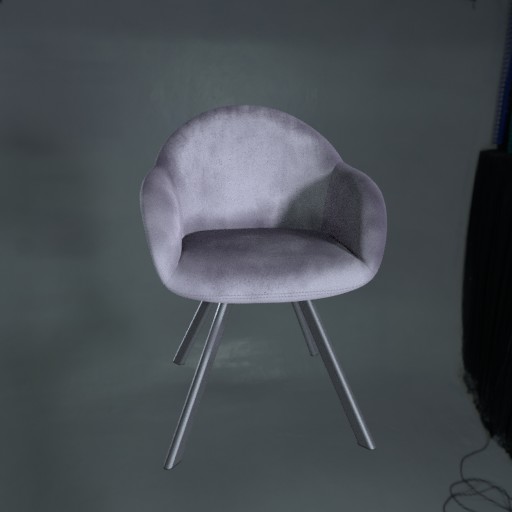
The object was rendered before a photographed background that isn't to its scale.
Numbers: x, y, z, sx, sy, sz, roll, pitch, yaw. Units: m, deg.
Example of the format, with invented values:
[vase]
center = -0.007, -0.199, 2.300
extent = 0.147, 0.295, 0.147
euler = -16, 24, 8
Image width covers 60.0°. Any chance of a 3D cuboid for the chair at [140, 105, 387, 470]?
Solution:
[chair]
center = 0.000, 0.000, 1.178
extent = 0.550, 0.795, 0.590
euler = -2, 15, -8
